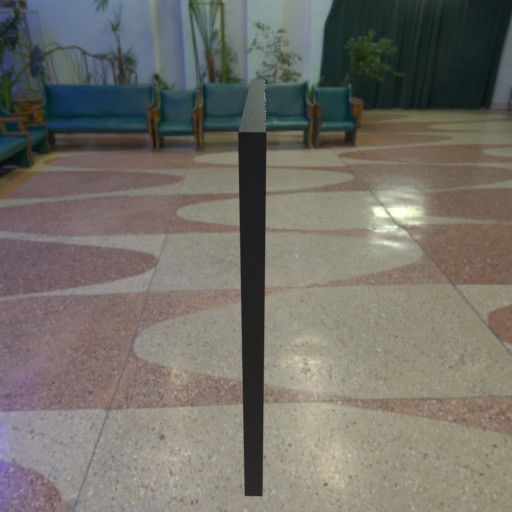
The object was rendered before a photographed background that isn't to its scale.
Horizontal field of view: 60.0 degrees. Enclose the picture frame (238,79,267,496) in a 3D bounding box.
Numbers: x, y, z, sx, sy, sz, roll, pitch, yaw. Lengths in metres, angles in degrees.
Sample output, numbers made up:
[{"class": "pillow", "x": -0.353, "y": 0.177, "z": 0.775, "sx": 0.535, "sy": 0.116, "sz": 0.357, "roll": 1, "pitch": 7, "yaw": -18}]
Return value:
[{"class": "picture frame", "x": 0.000, "y": 0.000, "z": 0.815, "sx": 0.029, "sy": 0.557, "sz": 0.559, "roll": 0, "pitch": 27, "yaw": 1}]
